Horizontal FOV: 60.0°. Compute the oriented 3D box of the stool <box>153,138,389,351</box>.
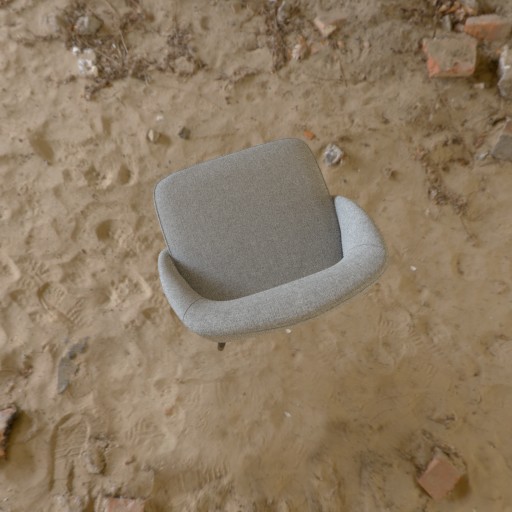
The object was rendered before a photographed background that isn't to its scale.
[{"bbox_3d":[0.000,0.000,1.313,0.494,1.037,0.509,-18,77,-4],"label":"stool"}]
